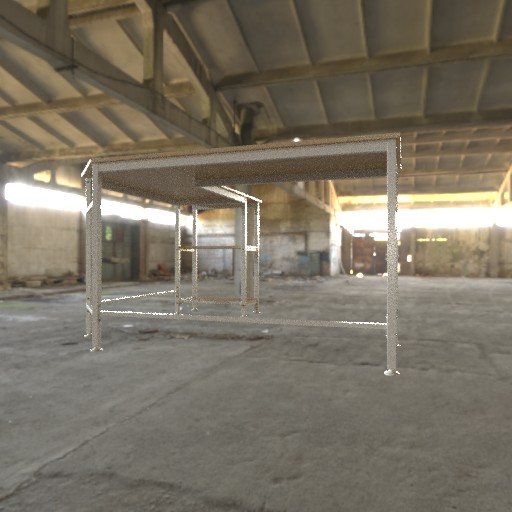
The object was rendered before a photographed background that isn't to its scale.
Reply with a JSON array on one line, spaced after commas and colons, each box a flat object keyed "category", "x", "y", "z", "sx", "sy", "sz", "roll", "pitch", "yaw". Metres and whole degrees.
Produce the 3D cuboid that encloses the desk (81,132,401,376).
[{"category": "desk", "x": 0.000, "y": 0.000, "z": 2.211, "sx": 1.379, "sy": 0.739, "sz": 1.379, "roll": 0, "pitch": 0, "yaw": 18}]
